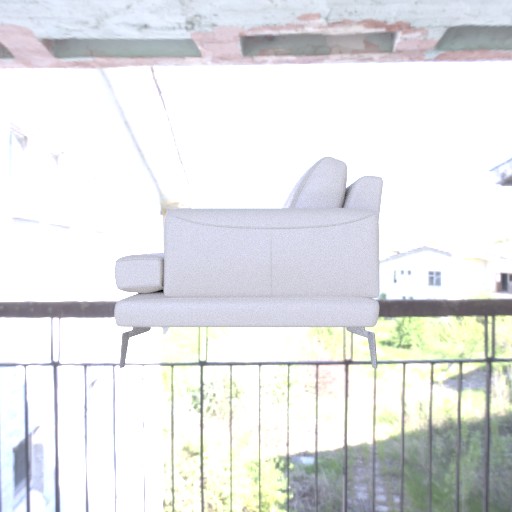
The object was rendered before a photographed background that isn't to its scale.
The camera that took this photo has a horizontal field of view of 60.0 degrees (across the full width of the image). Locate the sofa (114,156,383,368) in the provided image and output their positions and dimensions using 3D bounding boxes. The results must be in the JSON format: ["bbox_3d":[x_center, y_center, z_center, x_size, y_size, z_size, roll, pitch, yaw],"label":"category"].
[{"bbox_3d":[0.000,0.000,2.458,0.974,0.765,1.940,0,0,0],"label":"sofa"}]
